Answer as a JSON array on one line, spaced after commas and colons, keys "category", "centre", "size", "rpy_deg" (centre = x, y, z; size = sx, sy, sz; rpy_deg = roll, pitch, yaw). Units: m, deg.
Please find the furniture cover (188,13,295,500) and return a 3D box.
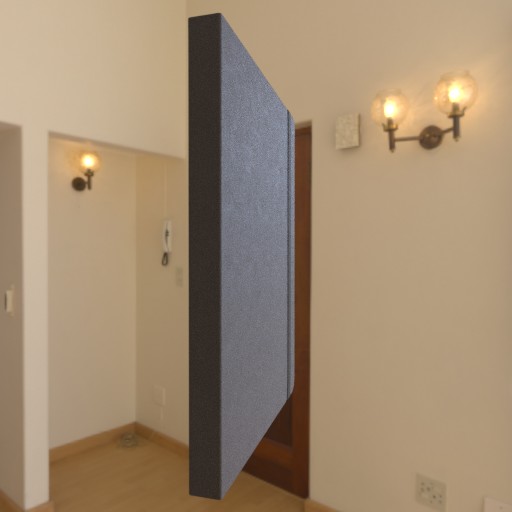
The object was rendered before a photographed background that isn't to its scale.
[{"category": "furniture cover", "centre": [0.000, 0.000, 0.360], "size": [0.023, 0.281, 0.216], "rpy_deg": [0, 1, 16]}]
